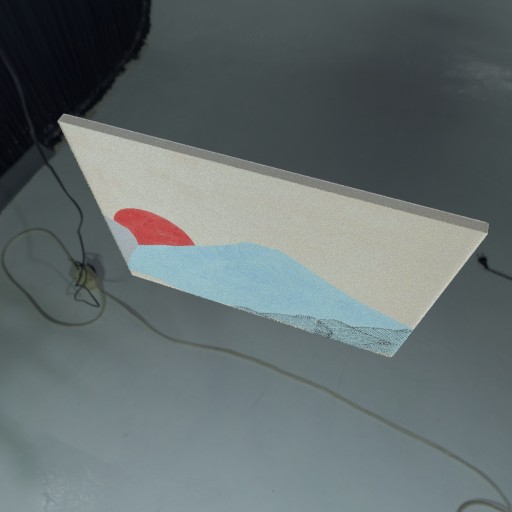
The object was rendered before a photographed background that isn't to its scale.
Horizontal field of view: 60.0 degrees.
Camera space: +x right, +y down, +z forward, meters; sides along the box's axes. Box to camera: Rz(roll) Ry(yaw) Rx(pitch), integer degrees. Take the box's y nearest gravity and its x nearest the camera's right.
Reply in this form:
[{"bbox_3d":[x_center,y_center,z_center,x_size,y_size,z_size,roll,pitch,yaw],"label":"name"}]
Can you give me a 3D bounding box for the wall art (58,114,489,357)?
[{"bbox_3d":[0.000,0.000,1.591,1.219,0.912,0.042,16,59,10],"label":"wall art"}]
